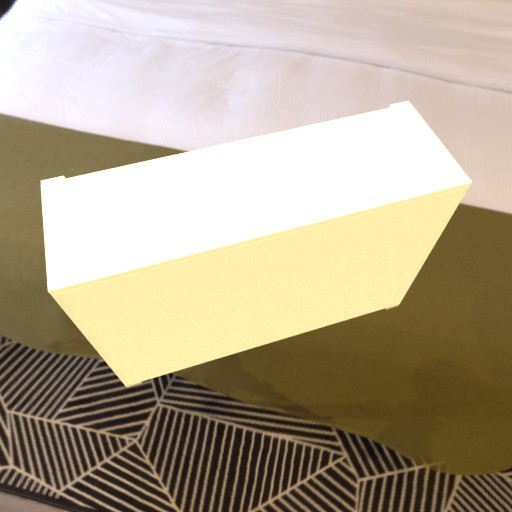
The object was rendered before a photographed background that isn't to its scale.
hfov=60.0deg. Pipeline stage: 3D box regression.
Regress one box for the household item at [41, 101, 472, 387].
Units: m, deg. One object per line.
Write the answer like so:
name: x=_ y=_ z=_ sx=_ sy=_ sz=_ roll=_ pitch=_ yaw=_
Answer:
household item: x=0.000 y=0.000 z=1.765 sx=1.300 sy=0.867 sz=0.420 roll=-15 pitch=58 yaw=-9
